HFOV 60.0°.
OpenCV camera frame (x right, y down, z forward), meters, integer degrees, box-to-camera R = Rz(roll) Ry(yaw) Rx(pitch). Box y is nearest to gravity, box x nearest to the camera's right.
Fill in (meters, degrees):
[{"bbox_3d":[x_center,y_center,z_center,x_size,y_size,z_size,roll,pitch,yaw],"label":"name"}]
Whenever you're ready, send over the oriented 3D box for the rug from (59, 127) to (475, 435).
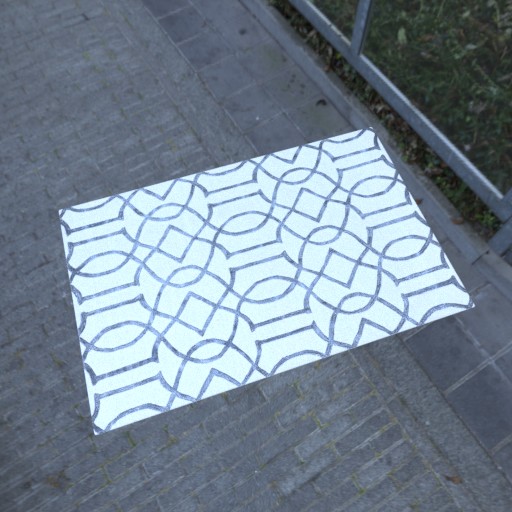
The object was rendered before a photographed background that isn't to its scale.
[{"bbox_3d":[0.000,0.000,2.902,2.365,0.017,1.521,-17,65,-8],"label":"rug"}]
